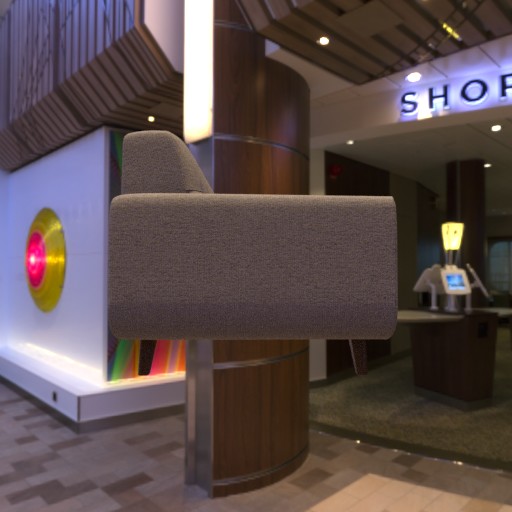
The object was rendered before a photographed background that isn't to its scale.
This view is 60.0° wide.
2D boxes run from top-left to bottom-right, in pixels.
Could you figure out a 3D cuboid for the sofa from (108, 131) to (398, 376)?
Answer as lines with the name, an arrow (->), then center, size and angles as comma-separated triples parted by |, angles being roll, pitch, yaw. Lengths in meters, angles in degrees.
sofa -> 0.000, 0.000, 2.153 | 0.909, 0.841, 1.631 | 0, -1, 0
